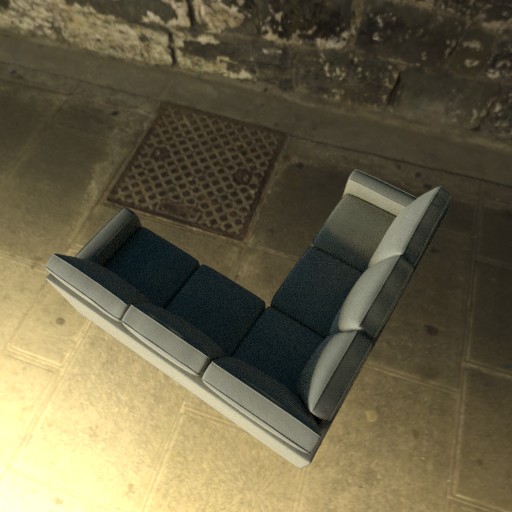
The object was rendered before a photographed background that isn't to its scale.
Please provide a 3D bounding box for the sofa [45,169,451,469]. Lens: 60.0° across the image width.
[{"bbox_3d":[0.000,0.000,3.493,2.211,0.936,2.188,30,66,15],"label":"sofa"}]
